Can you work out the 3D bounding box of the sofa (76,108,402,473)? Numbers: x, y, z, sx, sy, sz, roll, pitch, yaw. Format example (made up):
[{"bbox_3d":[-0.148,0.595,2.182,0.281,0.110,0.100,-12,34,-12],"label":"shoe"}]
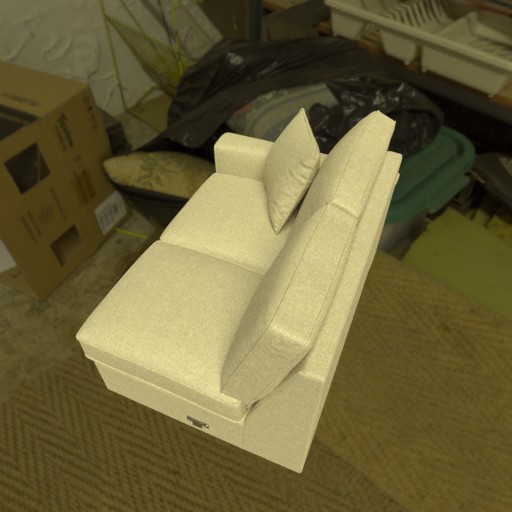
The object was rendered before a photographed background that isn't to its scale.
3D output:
[{"bbox_3d":[0.000,0.000,2.022,0.991,0.989,1.388,17,49,16],"label":"sofa"}]
